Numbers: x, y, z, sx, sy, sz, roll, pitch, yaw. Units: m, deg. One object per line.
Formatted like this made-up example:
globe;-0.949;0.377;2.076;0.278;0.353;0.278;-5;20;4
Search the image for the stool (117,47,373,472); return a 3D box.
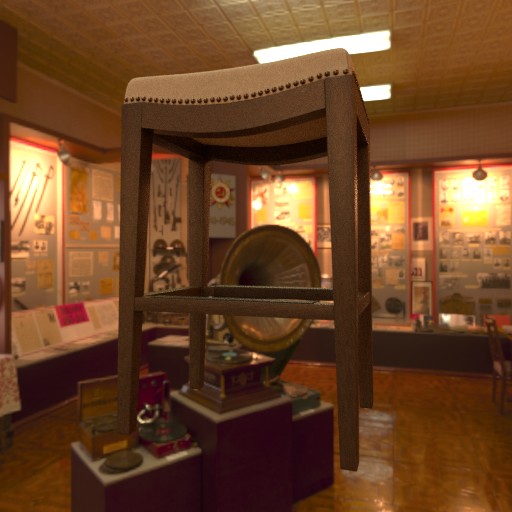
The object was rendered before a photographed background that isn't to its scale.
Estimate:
stool;0.000;0.000;1.019;0.498;0.759;0.358;0;0;19
